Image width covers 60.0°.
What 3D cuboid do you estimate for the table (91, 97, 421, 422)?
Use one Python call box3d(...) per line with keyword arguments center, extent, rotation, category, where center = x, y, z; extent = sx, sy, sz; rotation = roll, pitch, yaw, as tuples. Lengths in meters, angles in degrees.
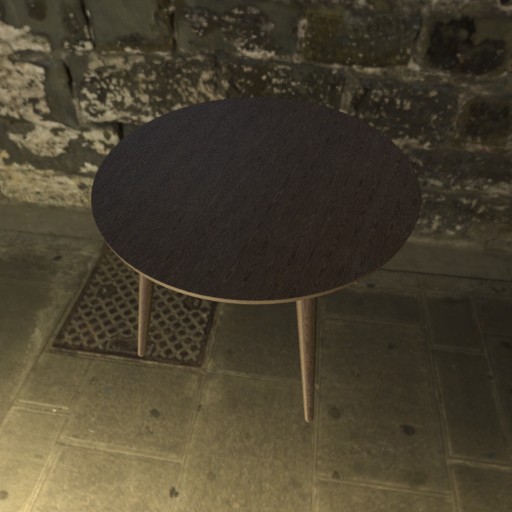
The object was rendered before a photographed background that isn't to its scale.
box3d(center=(0.000, 0.000, 1.742), extent=(1.053, 0.786, 1.053), rotation=(0, 46, 0), category="table")
